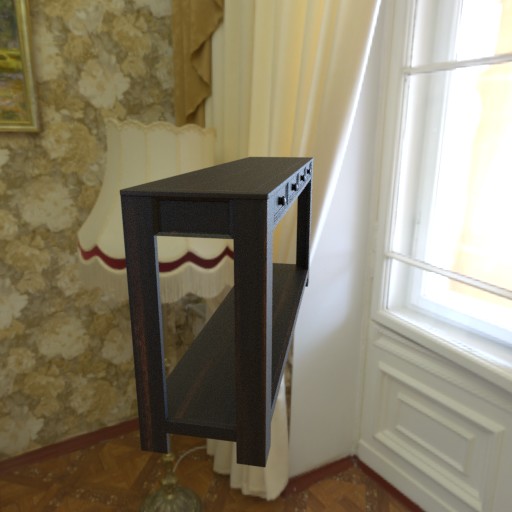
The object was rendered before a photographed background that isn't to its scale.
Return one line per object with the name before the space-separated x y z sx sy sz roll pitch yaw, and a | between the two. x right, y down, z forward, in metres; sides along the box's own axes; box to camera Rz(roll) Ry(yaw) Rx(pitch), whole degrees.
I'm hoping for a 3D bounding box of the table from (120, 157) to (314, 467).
table | 0.000 0.000 1.934 0.384 0.762 1.631 3 16 10
